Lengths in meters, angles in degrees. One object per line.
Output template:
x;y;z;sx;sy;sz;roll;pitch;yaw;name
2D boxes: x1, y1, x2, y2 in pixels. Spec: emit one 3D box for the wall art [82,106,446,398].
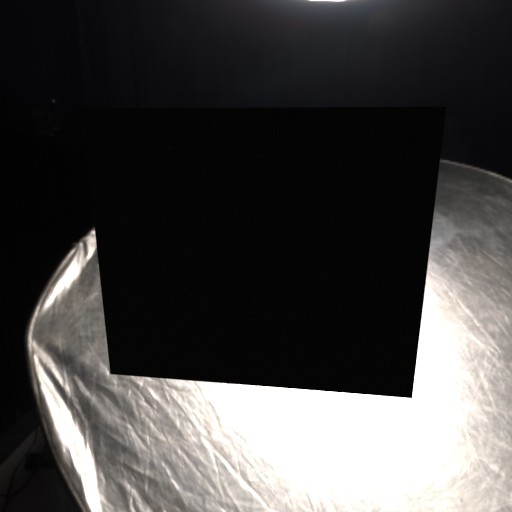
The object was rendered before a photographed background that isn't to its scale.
0.000;0.000;0.521;0.381;0.330;0.031;2;17;8;wall art
